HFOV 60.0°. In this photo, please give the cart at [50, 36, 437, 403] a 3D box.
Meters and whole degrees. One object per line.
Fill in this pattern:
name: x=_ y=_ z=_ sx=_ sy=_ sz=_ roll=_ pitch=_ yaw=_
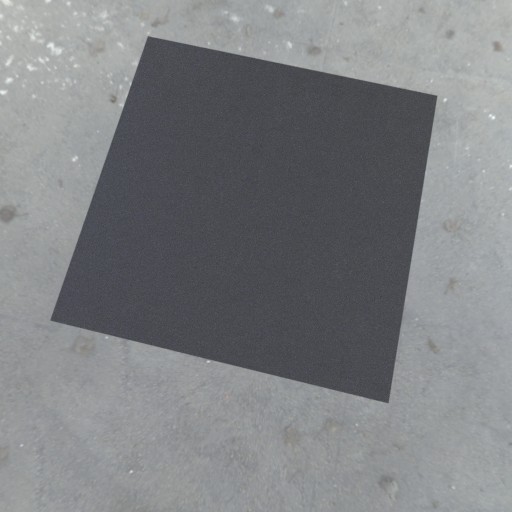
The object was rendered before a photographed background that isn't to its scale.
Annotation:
cart: x=0.000 y=0.000 z=1.089 sx=0.521 sy=0.762 sz=0.520 roll=13 pitch=77 yaw=3
